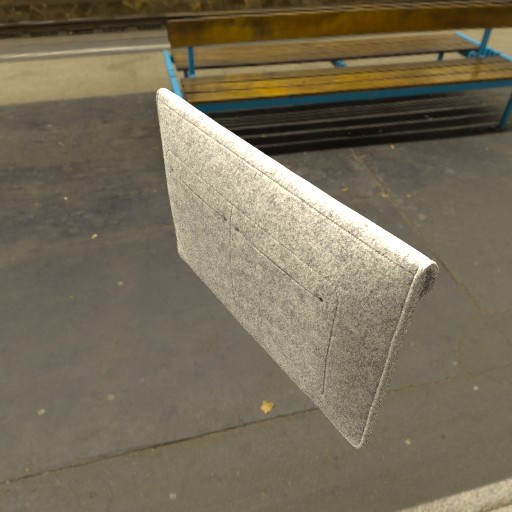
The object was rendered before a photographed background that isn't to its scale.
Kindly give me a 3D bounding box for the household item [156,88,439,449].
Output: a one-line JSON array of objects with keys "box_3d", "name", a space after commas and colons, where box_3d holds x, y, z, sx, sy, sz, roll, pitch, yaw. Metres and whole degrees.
[{"box_3d": [0.000, 0.000, 0.425, 0.057, 0.221, 0.335, -25, 47, -26], "name": "household item"}]
